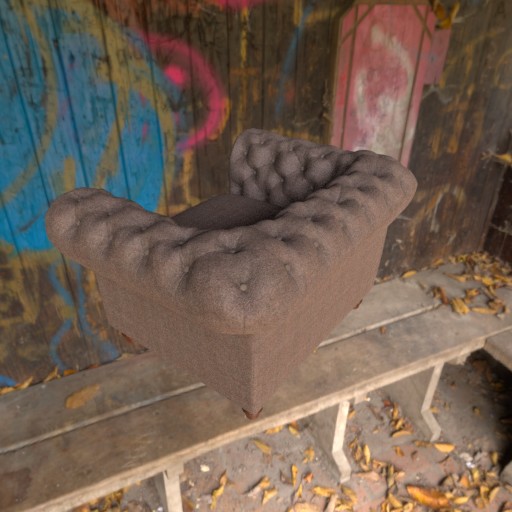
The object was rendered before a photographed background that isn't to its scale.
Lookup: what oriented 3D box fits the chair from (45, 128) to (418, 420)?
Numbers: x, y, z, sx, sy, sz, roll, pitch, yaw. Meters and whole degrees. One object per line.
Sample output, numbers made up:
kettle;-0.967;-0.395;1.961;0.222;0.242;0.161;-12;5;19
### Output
chair;0.000;0.000;1.904;0.945;0.780;1.298;21;37;31
